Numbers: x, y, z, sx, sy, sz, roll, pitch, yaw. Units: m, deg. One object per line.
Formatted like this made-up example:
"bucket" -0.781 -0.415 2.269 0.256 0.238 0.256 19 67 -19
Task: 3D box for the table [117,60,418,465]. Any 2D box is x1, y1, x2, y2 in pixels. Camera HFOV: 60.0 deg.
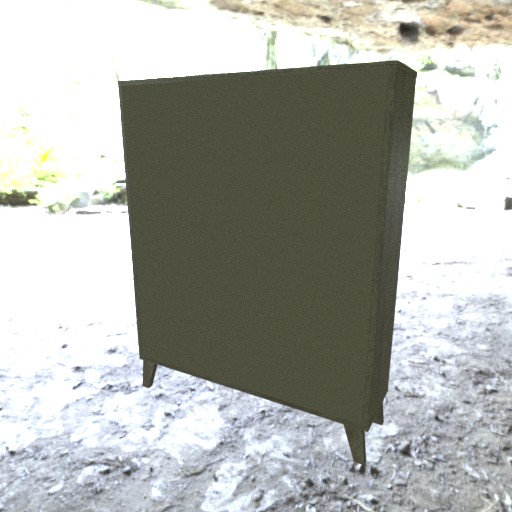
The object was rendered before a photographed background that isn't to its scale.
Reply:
"table" 0.000 0.000 1.506 0.902 1.135 0.256 9 18 28
